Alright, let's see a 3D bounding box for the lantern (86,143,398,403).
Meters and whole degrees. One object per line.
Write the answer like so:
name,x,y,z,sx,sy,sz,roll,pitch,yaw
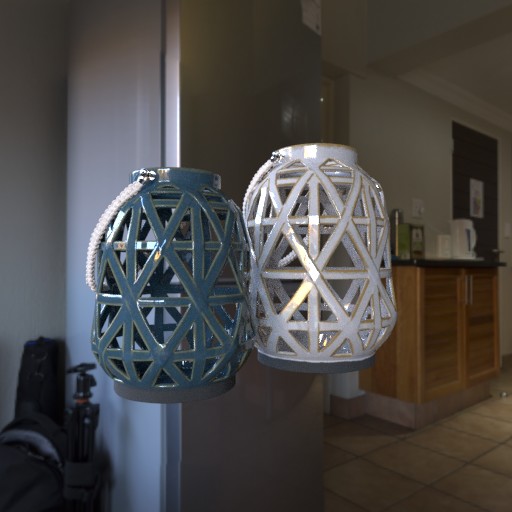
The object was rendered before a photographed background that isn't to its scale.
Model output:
lantern,0.000,0.000,0.607,0.439,0.307,0.245,0,0,-37
